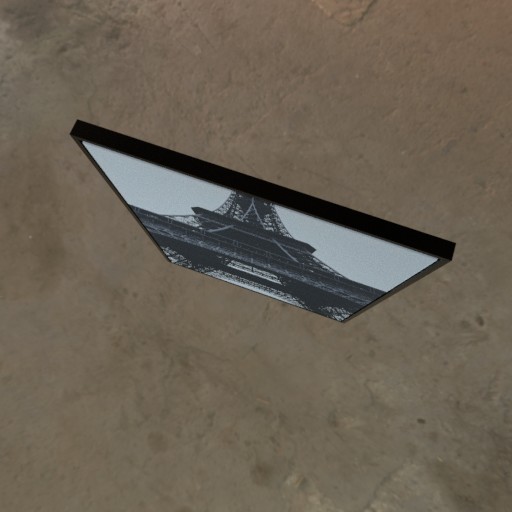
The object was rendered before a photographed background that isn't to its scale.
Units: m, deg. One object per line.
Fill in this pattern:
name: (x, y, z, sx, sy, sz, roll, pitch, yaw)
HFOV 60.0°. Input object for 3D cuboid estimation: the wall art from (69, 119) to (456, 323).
wall art: (0.000, 0.000, 1.396, 0.805, 1.062, 0.040, 19, 76, 5)
